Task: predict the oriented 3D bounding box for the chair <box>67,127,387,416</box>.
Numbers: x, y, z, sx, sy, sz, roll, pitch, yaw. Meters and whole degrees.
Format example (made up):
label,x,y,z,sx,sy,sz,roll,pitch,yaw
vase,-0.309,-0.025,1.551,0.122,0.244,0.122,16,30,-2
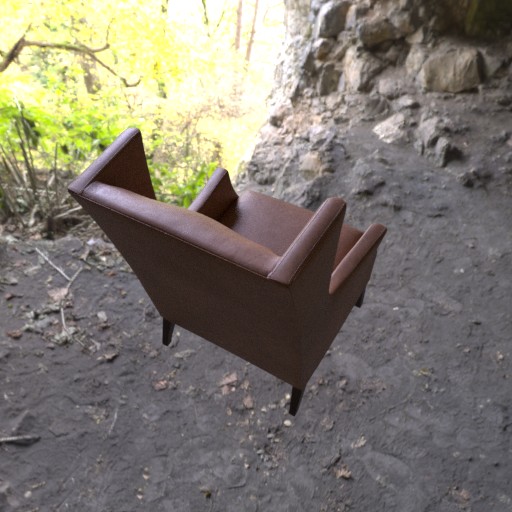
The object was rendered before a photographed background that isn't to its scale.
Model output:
label,x,y,z,sx,sy,sz,roll,pitch,yaw
chair,0.000,0.000,1.746,0.815,1.088,0.913,23,51,20
